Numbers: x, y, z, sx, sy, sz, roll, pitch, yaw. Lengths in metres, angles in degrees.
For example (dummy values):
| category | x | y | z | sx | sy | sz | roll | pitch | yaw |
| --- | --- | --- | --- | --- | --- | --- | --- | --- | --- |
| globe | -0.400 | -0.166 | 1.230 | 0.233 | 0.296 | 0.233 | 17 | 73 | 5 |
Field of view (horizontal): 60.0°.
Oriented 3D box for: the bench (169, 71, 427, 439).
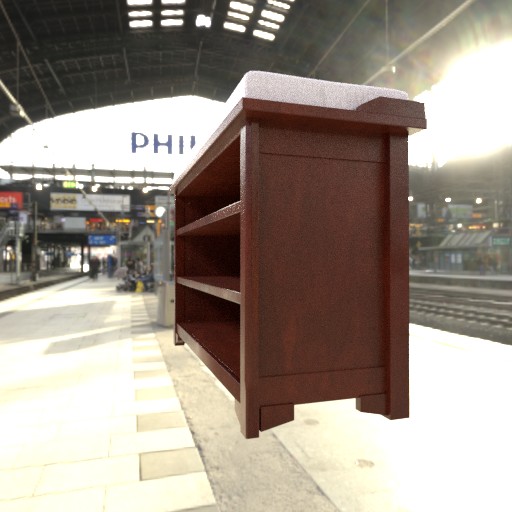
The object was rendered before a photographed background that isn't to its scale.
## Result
| category | x | y | z | sx | sy | sz | roll | pitch | yaw |
| --- | --- | --- | --- | --- | --- | --- | --- | --- | --- |
| bench | 0.000 | 0.000 | 1.262 | 0.369 | 0.646 | 0.987 | 0 | -1 | -18 |
